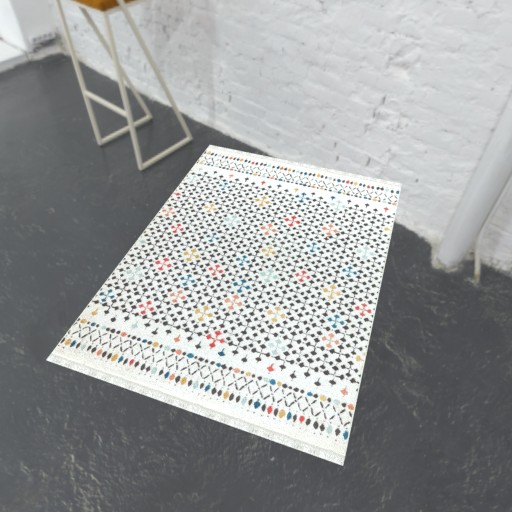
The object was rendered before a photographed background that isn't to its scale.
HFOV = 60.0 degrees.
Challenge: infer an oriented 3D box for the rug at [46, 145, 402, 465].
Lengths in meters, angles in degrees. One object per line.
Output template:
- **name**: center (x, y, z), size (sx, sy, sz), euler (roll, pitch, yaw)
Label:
- **rug**: center (0.000, 0.000, 4.229), size (2.354, 0.007, 3.196), euler (14, 49, 13)
